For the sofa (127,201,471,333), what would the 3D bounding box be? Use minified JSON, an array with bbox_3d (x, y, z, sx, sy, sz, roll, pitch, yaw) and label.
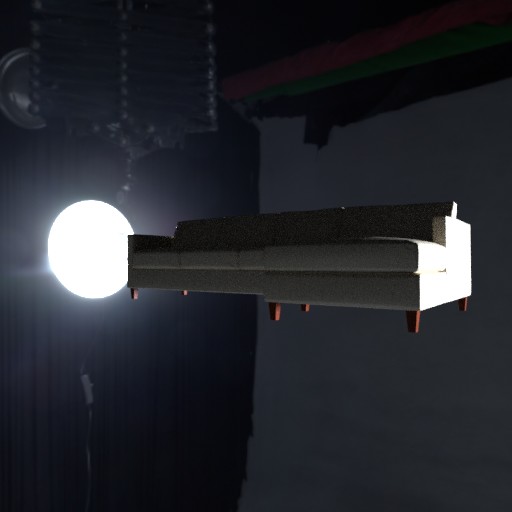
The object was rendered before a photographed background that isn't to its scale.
[{"bbox_3d":[0.000,0.000,4.193,3.471,0.954,1.603,-1,-1,35],"label":"sofa"}]
